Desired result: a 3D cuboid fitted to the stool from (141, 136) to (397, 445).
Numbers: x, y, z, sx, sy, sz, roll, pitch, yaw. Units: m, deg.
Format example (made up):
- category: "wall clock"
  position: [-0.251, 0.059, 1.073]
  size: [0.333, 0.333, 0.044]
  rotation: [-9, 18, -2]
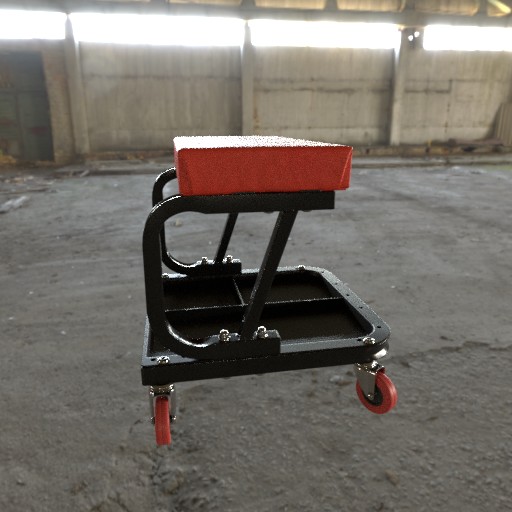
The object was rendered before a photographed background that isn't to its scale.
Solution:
- category: "stool"
  position: [0.000, 0.000, 0.748]
  size: [0.371, 0.380, 0.446]
  rotation: [-3, 17, -10]
